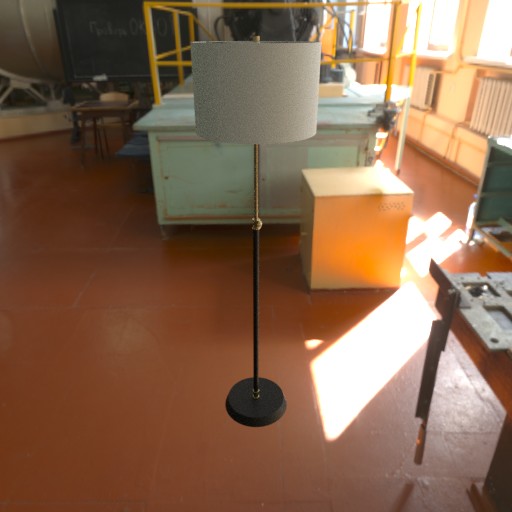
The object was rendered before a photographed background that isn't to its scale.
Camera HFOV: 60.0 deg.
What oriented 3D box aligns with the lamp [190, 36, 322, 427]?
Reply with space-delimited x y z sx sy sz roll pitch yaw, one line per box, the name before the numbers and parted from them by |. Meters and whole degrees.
lamp | 0.000 0.000 1.708 0.404 1.517 0.404 17 31 30
